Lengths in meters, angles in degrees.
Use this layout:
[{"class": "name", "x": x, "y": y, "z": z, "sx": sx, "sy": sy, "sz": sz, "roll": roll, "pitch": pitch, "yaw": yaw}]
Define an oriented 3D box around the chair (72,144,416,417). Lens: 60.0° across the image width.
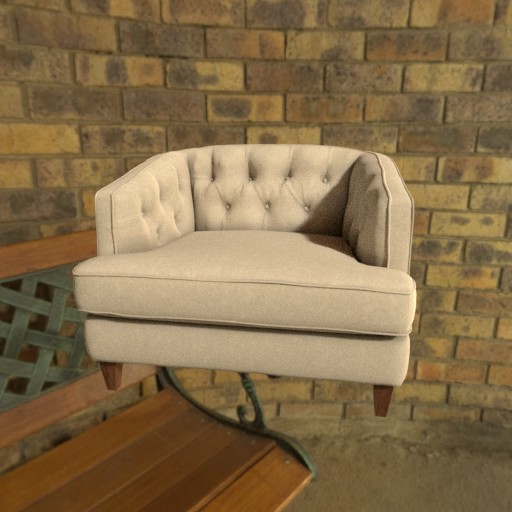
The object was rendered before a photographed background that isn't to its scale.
[{"class": "chair", "x": 0.000, "y": 0.000, "z": 1.771, "sx": 1.104, "sy": 0.852, "sz": 0.941, "roll": 3, "pitch": 15, "yaw": 9}]
